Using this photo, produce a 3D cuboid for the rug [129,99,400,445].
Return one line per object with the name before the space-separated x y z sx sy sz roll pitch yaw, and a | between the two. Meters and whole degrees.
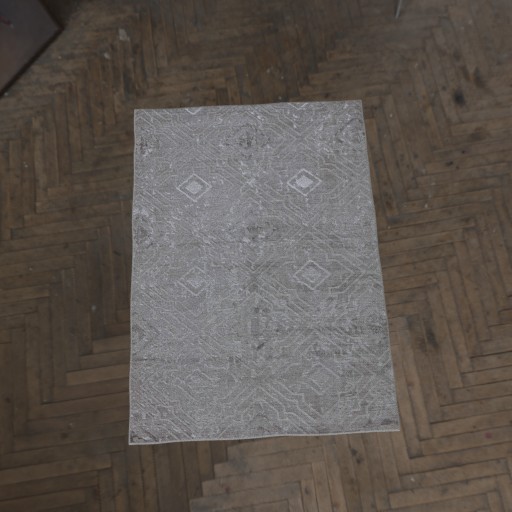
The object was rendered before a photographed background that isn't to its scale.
rug | 0.000 0.000 4.361 2.448 0.020 3.359 -3 76 -1
